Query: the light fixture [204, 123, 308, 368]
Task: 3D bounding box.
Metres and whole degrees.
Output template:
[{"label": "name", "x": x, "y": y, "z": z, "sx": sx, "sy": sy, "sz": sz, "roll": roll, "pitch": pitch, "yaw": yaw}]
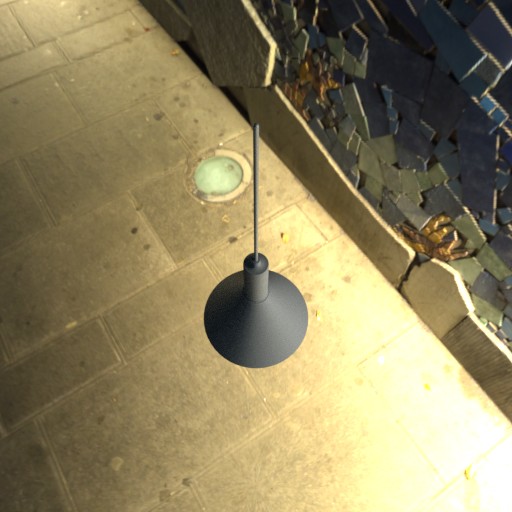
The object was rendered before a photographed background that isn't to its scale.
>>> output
[{"label": "light fixture", "x": 0.000, "y": 0.000, "z": 0.836, "sx": 0.267, "sy": 0.683, "sz": 0.267, "roll": -16, "pitch": 64, "yaw": -8}]
